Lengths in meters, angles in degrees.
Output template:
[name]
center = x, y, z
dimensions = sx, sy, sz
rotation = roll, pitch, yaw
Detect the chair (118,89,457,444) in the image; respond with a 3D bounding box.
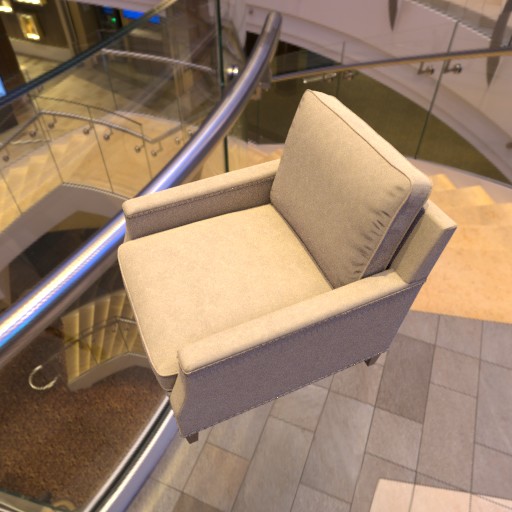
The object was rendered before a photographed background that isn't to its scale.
[chair]
center = 0.000, 0.000, 1.737
dimensions = 1.014, 0.943, 0.853
rotation = -18, 49, -16
